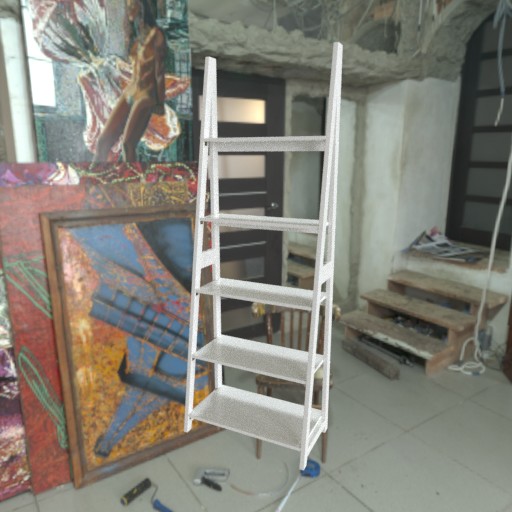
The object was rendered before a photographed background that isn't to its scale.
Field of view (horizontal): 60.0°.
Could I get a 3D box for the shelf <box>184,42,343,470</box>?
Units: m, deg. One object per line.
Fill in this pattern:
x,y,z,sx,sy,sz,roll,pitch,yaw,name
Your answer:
0.000,0.000,2.015,0.636,1.779,0.341,6,14,26,shelf
